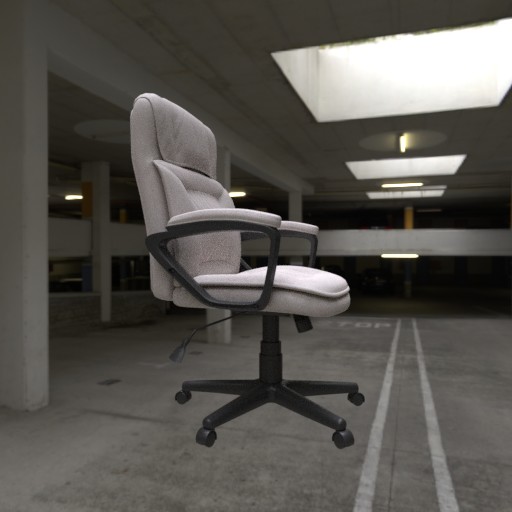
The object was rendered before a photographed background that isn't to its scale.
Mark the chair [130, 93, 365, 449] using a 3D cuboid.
[{"bbox_3d":[0.000,0.000,1.564,0.724,1.105,0.667,0,1,18],"label":"chair"}]
